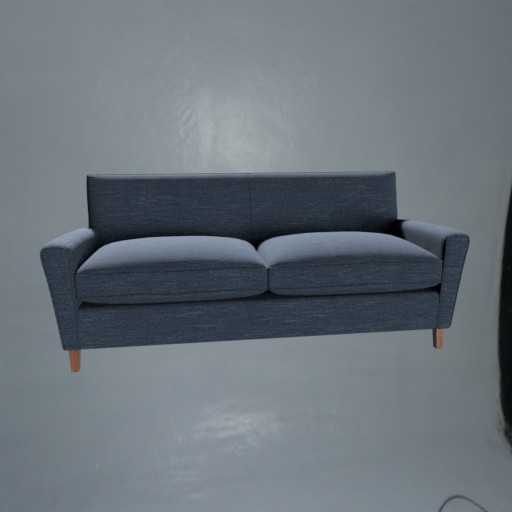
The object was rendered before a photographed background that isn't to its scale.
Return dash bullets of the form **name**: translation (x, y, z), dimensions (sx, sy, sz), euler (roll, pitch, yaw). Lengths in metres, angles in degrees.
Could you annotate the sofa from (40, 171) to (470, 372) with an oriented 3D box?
- **sofa**: translation (0.000, 0.000, 2.456), dimensions (1.976, 0.846, 0.875), euler (-2, 15, -7)
